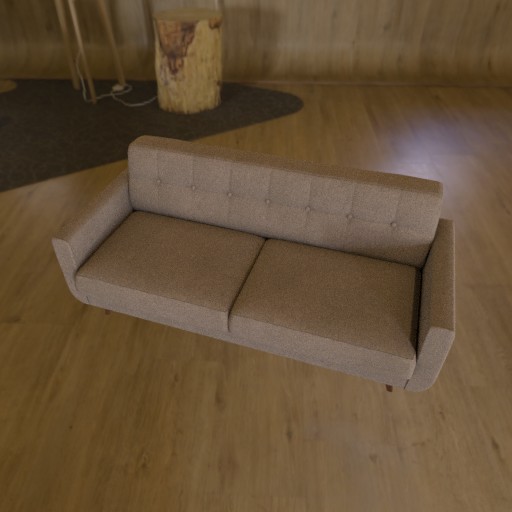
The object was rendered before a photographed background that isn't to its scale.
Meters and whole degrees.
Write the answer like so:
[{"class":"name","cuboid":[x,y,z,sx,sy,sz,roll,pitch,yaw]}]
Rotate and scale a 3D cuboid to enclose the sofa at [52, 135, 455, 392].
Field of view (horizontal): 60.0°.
[{"class":"sofa","cuboid":[0.000,0.000,2.477,2.029,0.841,0.909,12,42,14]}]
